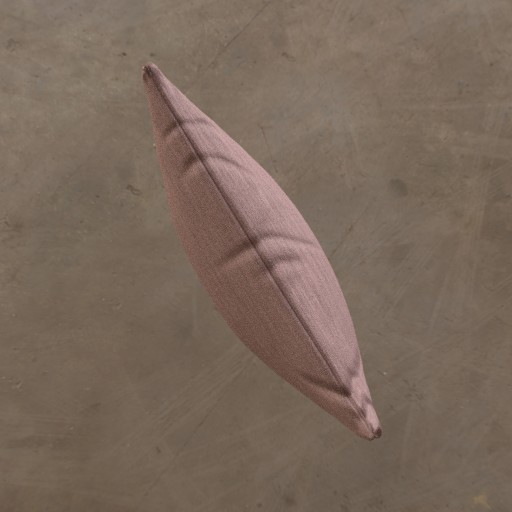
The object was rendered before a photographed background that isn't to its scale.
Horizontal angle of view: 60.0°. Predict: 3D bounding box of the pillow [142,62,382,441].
[{"bbox_3d":[0.000,0.000,0.779,0.210,0.338,0.633,-30,80,-6],"label":"pillow"}]
